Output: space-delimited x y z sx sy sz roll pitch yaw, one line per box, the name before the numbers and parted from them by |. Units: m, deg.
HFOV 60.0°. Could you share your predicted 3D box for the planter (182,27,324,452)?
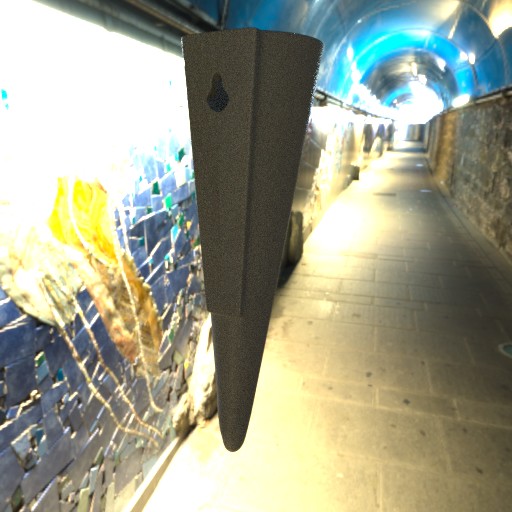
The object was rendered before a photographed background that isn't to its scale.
planter | 0.000 0.000 0.219 0.057 0.191 0.064 8 18 27
